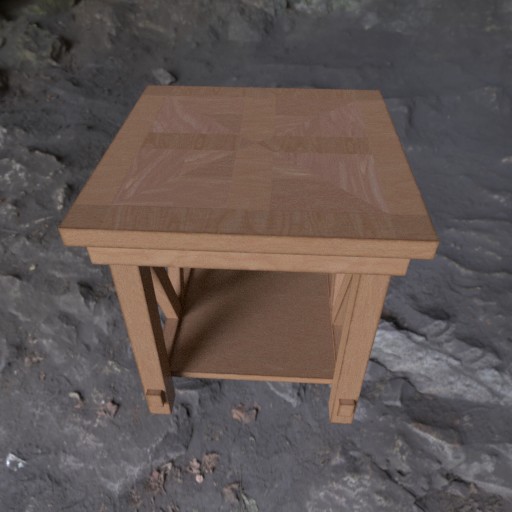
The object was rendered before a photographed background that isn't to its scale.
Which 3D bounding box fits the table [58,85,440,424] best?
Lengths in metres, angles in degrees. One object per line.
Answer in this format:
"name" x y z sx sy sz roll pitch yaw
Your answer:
"table" 0.000 0.000 1.146 0.610 0.638 0.612 2 42 2
